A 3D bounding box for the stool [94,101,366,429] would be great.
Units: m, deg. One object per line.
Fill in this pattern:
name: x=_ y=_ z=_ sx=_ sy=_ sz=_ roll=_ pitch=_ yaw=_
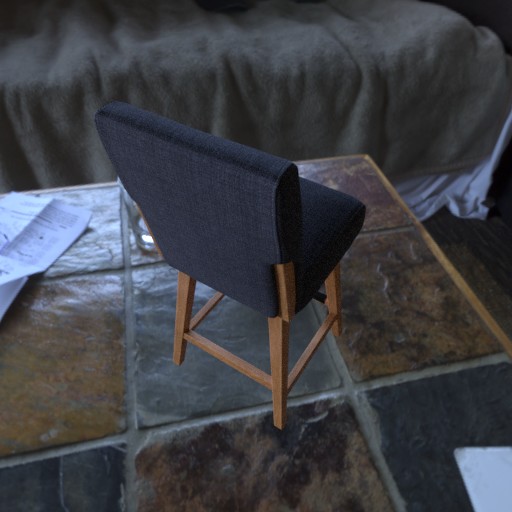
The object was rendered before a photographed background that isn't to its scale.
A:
stool: x=0.000 y=0.000 z=1.276 sx=0.459 sy=1.010 sz=0.526 roll=25 pitch=50 yaw=22
